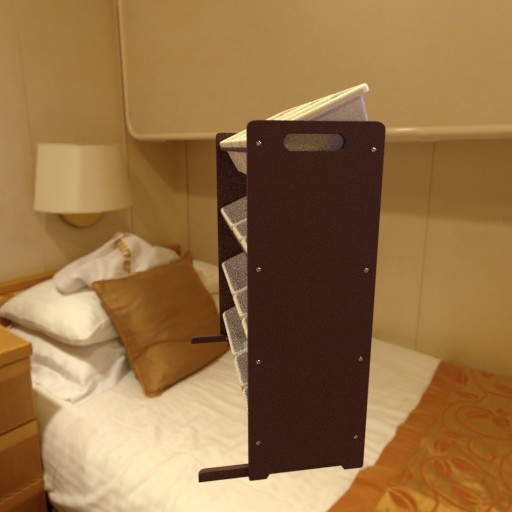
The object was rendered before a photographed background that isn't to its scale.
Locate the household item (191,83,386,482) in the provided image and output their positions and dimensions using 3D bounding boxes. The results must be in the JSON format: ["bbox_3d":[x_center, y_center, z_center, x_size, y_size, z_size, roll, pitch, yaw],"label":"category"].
[{"bbox_3d":[0.000,0.000,1.296,0.389,0.864,0.787,-2,14,-9],"label":"household item"}]
